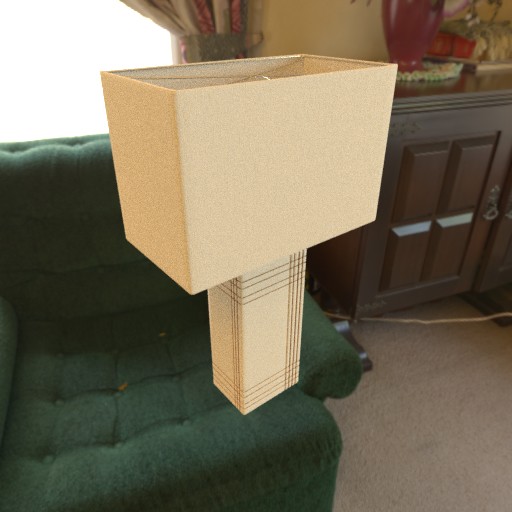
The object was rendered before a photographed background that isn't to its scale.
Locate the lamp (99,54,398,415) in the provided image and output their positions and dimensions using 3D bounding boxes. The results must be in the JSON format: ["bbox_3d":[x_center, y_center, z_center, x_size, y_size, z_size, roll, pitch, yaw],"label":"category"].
[{"bbox_3d":[0.000,0.000,0.687,0.334,0.543,0.182,-21,36,-33],"label":"lamp"}]
